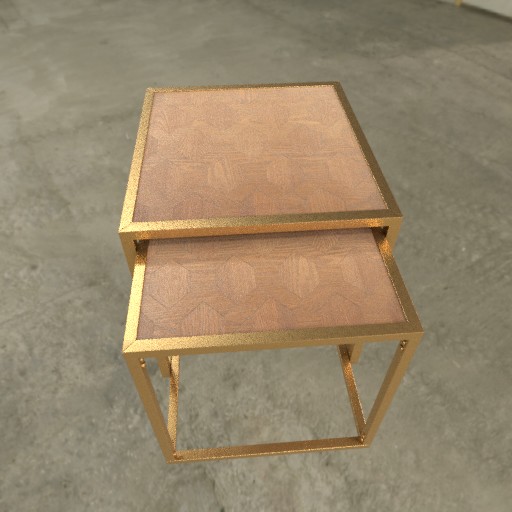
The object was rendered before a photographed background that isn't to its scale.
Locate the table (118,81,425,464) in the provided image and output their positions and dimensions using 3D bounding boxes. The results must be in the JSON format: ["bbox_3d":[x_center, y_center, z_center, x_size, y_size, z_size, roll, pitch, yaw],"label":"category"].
[{"bbox_3d":[0.000,0.000,1.072,0.505,0.505,0.762,-3,46,-3],"label":"table"}]
